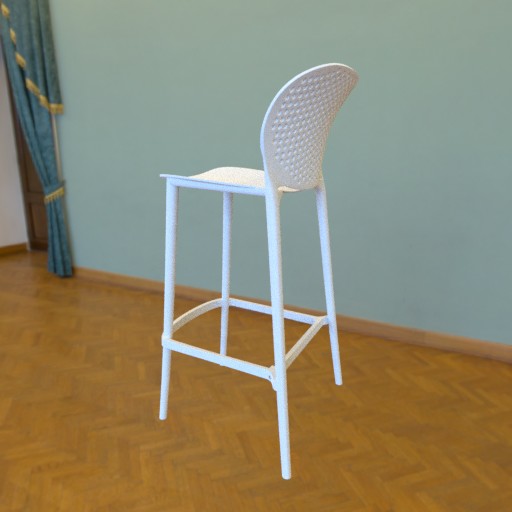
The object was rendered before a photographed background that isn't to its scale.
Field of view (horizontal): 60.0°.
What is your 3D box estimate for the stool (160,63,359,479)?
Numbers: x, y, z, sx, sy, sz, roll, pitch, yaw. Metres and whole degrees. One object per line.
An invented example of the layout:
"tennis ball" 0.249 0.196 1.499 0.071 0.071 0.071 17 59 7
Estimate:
"stool" 0.000 0.000 1.359 0.535 1.045 0.536 7 16 25
